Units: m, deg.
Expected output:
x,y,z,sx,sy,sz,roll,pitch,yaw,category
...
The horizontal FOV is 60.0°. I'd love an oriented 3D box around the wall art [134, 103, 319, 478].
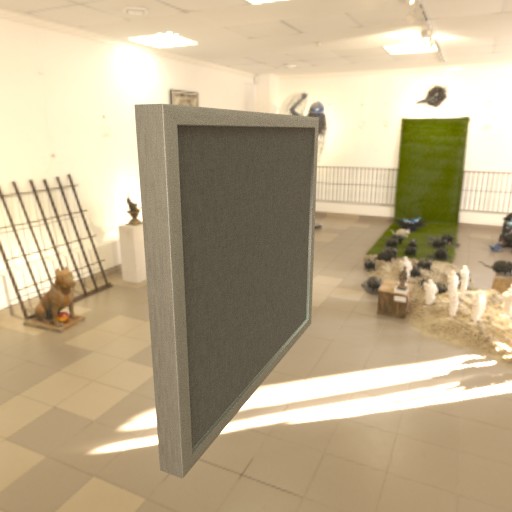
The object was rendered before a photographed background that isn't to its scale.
x,y,z,sx,sy,sz,roll,pitch,yaw,category
0.000,0.000,0.538,0.028,0.330,0.380,7,17,24,wall art
